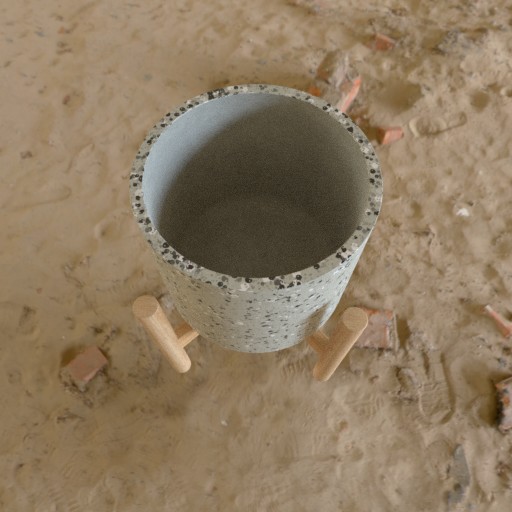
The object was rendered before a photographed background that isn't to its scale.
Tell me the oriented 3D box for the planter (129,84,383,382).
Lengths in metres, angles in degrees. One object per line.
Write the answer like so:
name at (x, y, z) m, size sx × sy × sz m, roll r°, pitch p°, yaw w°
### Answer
planter at (0.000, 0.000, 0.534) m, size 0.284 × 0.320 × 0.284 m, roll -17°, pitch 65°, yaw -8°
